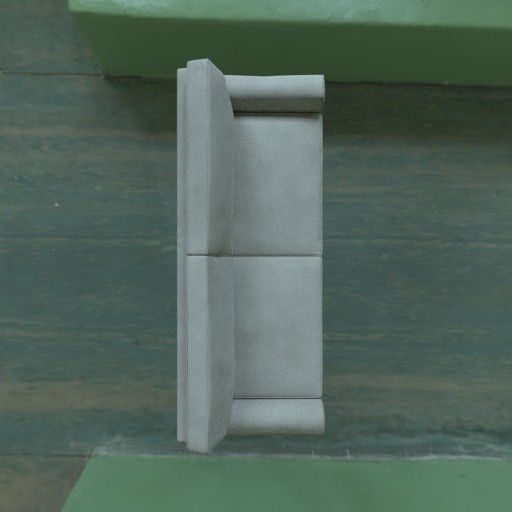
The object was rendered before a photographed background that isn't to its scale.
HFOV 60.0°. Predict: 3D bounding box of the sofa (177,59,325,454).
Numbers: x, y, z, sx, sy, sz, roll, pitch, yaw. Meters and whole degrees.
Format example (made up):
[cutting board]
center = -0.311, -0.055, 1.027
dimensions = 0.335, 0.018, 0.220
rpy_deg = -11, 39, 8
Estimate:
[sofa]
center = 0.000, 0.000, 2.798
dimensions = 0.900, 1.014, 2.246
rpy_deg = 0, 90, -1
